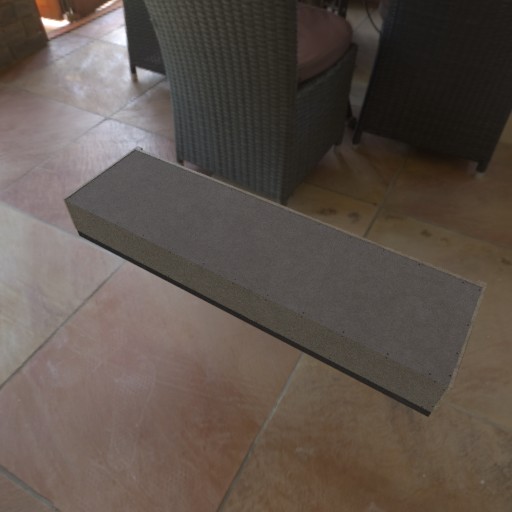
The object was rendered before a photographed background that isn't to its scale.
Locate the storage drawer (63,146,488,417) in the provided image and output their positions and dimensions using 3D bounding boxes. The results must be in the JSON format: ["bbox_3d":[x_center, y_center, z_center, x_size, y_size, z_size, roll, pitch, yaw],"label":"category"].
[{"bbox_3d":[0.000,0.000,2.281,2.072,0.274,0.591,24,52,21],"label":"storage drawer"}]
